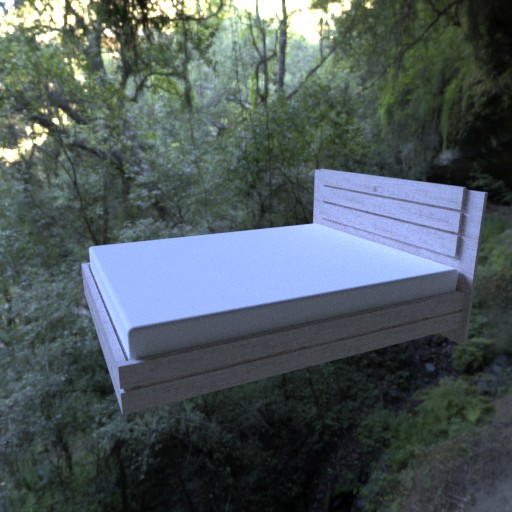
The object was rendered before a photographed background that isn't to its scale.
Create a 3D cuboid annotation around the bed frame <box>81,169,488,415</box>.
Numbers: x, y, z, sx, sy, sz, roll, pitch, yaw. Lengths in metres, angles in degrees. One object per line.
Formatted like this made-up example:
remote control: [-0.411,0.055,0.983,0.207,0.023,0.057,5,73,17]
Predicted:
bed frame: [0.000,0.000,2.967,2.080,0.970,1.750,-7,17,-25]
